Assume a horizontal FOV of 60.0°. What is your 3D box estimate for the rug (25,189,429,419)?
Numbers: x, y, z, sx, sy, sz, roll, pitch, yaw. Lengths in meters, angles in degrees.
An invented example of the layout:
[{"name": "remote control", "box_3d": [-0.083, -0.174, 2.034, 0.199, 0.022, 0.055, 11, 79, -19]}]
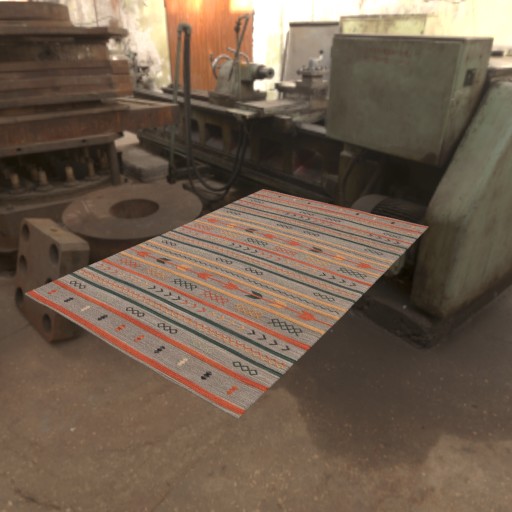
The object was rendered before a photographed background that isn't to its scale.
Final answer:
[{"name": "rug", "box_3d": [0.000, 0.000, 2.308, 1.220, 0.017, 1.835, 18, 32, 32]}]
